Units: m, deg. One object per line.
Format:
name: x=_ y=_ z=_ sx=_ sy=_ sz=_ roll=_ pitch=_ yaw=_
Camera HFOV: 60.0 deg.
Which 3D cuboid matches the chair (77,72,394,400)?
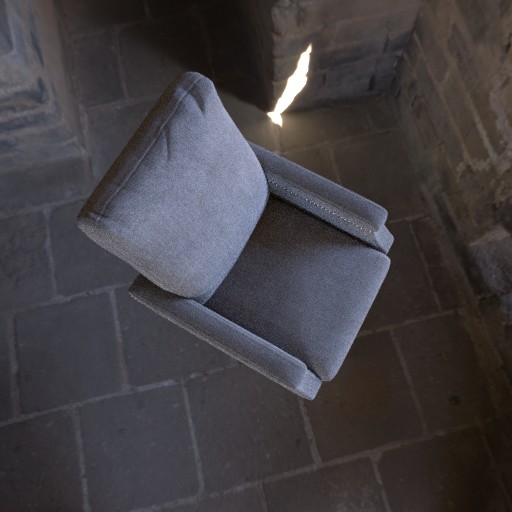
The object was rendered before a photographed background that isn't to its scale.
chair: x=0.000 y=0.000 z=1.631 sx=0.922 sy=1.049 sz=0.710 roll=29 pitch=77 yaw=7
